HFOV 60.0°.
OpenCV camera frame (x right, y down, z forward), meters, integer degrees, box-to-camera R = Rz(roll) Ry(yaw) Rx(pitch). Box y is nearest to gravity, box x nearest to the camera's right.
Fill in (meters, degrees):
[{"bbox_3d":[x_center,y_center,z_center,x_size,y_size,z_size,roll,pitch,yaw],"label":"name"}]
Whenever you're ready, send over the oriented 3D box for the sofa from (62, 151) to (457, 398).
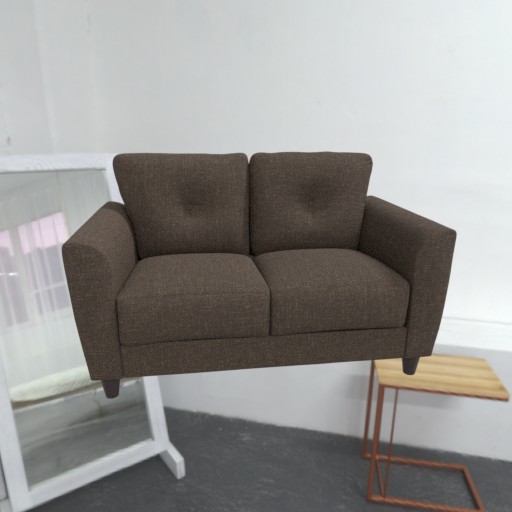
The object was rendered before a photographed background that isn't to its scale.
[{"bbox_3d":[0.000,0.000,1.995,1.423,0.885,0.851,-2,17,-7],"label":"sofa"}]
